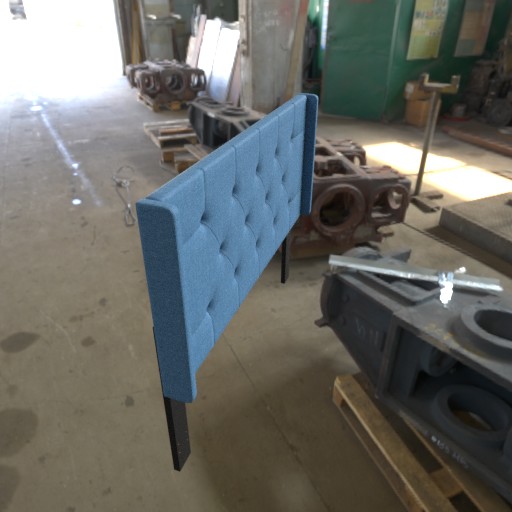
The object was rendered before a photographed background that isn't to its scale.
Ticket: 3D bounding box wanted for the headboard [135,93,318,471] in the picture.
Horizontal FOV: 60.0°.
[{"bbox_3d":[0.000,0.000,2.676,0.184,1.524,2.051,11,32,17],"label":"headboard"}]
